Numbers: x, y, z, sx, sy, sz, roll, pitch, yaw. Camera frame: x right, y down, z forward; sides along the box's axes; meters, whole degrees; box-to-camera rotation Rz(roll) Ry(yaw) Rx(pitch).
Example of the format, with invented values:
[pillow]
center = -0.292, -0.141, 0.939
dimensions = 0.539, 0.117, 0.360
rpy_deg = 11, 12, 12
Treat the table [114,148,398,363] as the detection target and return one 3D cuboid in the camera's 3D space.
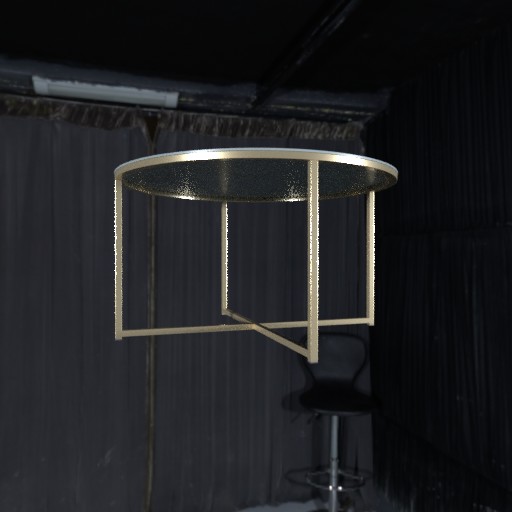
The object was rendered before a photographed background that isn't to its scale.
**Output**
[table]
center = 0.000, 0.000, 1.314
dimensions = 0.800, 0.450, 0.800
rpy_deg = 0, 0, 0
